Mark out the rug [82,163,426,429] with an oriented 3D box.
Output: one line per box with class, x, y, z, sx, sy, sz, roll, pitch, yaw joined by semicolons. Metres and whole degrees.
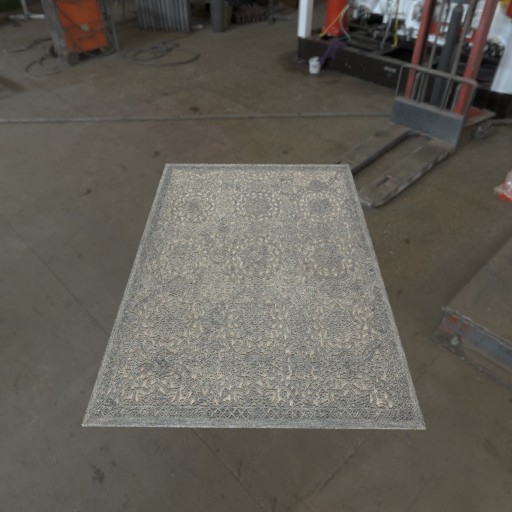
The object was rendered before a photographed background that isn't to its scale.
rug;0.000;0.000;2.238;1.208;0.012;1.819;0;41;0
